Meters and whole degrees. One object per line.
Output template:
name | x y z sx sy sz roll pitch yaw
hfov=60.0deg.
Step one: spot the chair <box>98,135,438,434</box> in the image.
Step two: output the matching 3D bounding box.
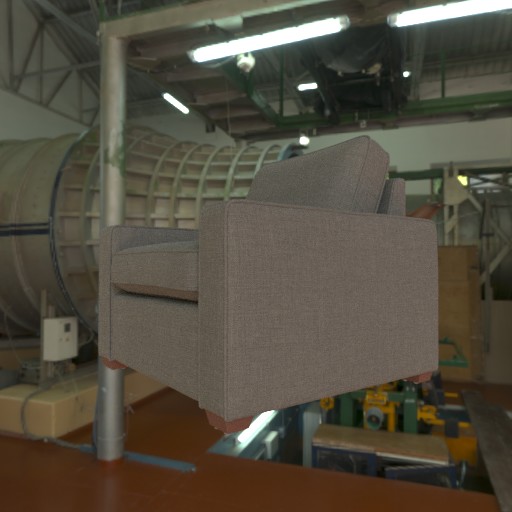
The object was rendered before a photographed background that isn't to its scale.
chair | 0.000 0.000 1.735 0.940 0.919 1.017 1 -2 -37
